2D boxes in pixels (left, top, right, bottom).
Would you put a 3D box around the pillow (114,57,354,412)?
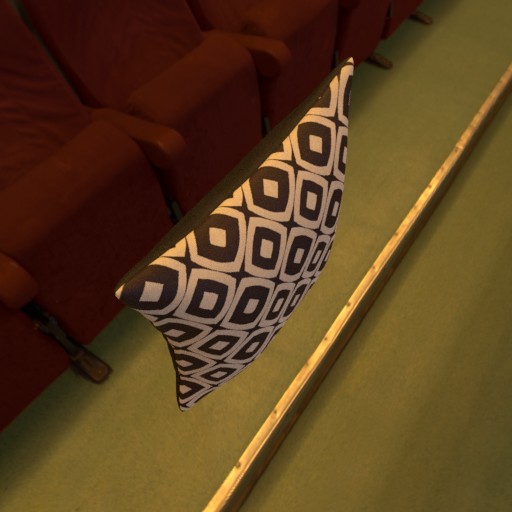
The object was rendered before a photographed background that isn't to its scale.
[{"bbox_3d":[0.000,0.000,0.775,0.188,0.494,0.504,31,62,18],"label":"pillow"}]
